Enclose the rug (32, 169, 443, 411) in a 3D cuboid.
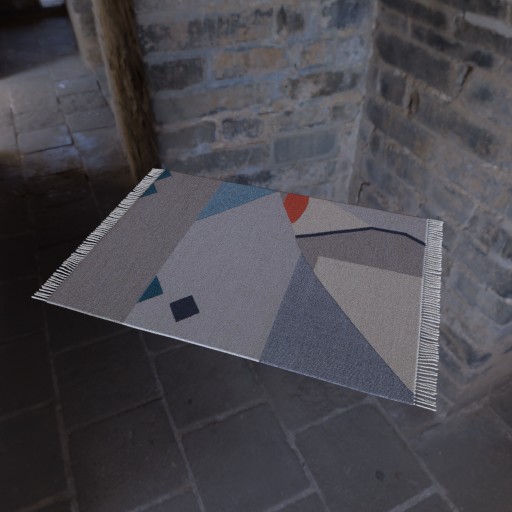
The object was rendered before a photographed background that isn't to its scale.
[{"bbox_3d":[0.000,0.000,2.292,1.828,0.005,1.220,13,44,13],"label":"rug"}]
